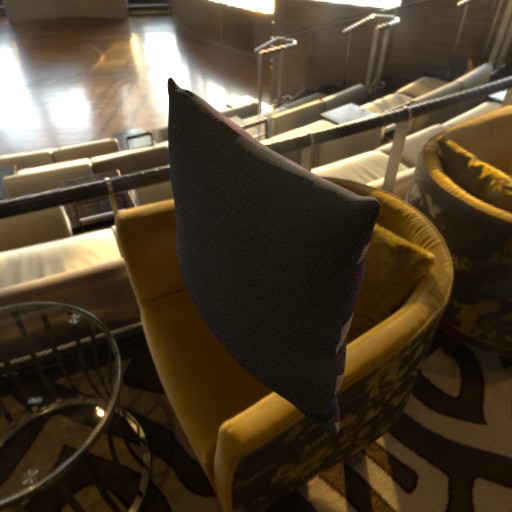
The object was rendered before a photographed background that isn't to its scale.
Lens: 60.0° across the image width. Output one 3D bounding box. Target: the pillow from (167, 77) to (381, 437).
[{"bbox_3d":[0.000,0.000,0.779,0.208,0.496,0.503,-25,47,-26],"label":"pillow"}]
